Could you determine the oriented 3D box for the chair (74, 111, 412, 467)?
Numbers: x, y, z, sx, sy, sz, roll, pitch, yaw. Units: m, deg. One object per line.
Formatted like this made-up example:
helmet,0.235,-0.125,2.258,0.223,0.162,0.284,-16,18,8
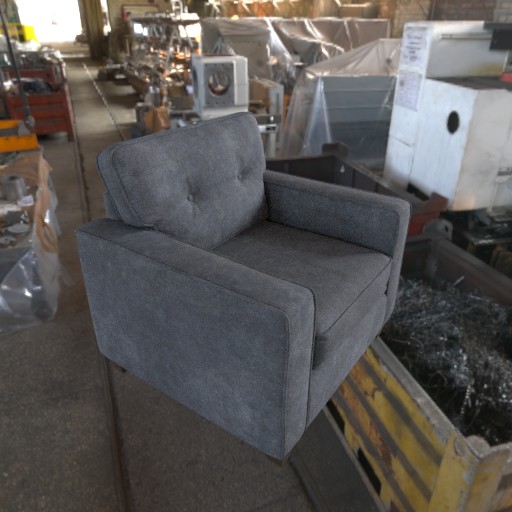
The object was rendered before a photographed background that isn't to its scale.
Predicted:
chair,0.000,0.000,1.792,0.939,0.965,1.015,19,33,31
